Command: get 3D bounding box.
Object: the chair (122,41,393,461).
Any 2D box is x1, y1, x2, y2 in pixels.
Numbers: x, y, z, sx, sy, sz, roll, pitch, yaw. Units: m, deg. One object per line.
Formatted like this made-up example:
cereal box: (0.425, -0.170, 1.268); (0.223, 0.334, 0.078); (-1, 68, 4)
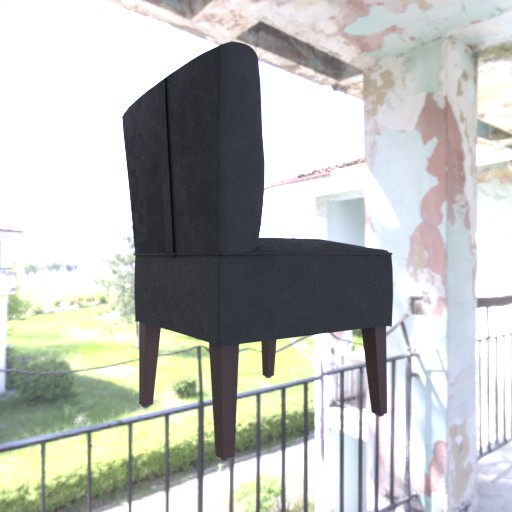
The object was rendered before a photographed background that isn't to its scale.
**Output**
chair: (0.000, 0.000, 1.160); (0.554, 0.806, 0.521); (0, 0, -37)
